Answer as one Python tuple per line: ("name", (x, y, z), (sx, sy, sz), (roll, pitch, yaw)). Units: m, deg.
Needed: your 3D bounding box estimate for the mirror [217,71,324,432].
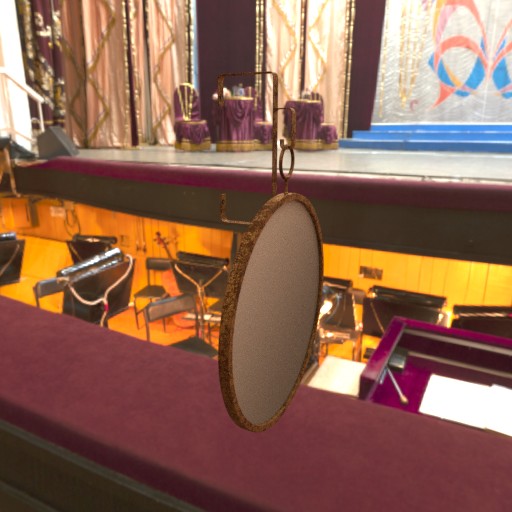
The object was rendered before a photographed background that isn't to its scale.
("mirror", (0.000, 0.000, 0.846), (0.144, 0.651, 0.447), (8, 18, 25))
